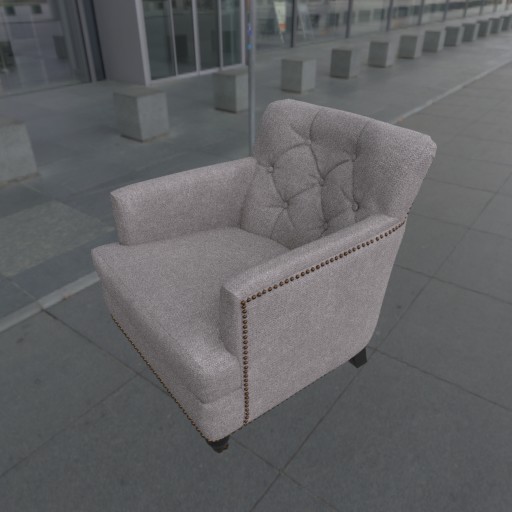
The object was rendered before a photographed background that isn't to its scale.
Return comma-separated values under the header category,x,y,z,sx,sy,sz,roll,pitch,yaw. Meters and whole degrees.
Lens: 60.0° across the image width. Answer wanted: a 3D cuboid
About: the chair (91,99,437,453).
category,x,y,z,sx,sy,sz,roll,pitch,yaw
chair,0.000,0.000,1.484,0.902,0.823,0.737,-22,37,-31
